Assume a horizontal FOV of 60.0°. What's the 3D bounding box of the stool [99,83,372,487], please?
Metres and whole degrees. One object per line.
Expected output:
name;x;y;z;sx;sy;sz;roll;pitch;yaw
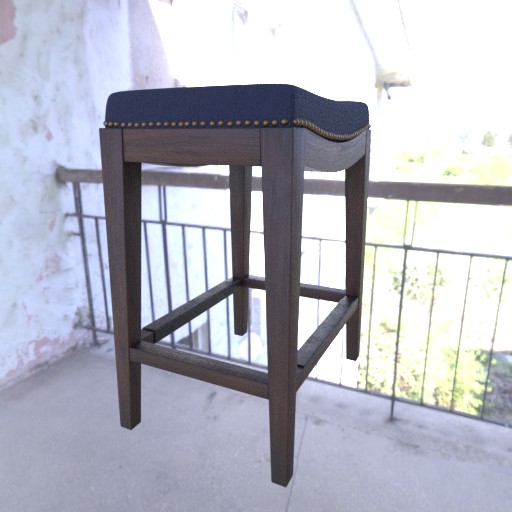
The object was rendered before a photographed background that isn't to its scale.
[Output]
stool;0.000;0.000;0.944;0.361;0.642;0.500;8;17;25
